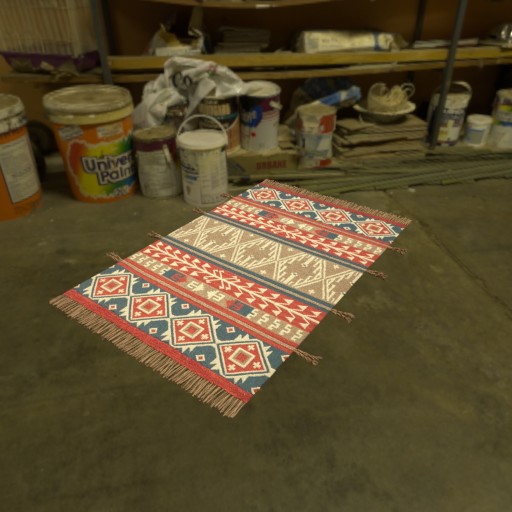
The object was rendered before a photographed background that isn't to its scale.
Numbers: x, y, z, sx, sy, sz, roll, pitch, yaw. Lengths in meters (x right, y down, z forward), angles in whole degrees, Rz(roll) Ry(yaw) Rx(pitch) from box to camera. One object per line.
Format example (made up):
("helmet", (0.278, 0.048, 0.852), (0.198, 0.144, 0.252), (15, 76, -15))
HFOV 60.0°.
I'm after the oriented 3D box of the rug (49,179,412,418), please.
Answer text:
("rug", (0.000, 0.000, 3.251), (1.778, 0.048, 2.450), (21, 38, 30))
